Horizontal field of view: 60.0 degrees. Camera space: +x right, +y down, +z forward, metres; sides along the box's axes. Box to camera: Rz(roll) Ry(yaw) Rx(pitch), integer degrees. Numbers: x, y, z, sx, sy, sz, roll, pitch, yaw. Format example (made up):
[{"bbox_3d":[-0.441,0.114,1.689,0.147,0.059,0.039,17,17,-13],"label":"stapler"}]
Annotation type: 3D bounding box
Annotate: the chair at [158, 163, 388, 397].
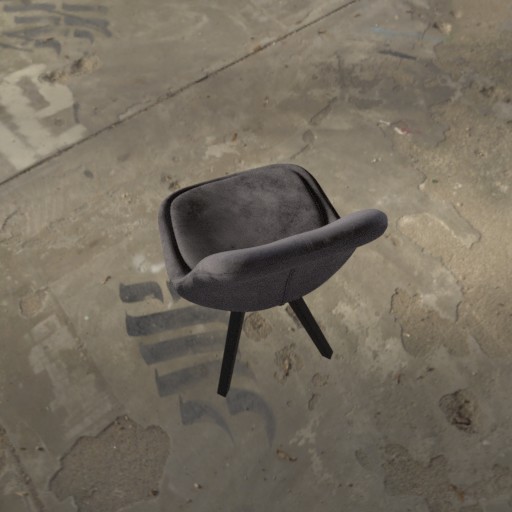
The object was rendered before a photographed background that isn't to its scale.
[{"bbox_3d":[0.000,0.000,1.203,0.476,0.850,0.550,-17,60,-10],"label":"chair"}]
